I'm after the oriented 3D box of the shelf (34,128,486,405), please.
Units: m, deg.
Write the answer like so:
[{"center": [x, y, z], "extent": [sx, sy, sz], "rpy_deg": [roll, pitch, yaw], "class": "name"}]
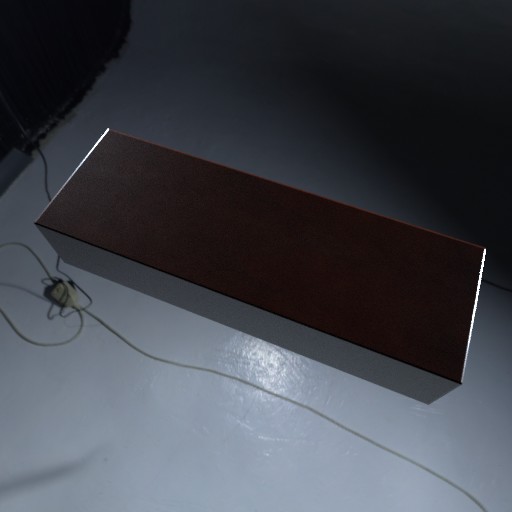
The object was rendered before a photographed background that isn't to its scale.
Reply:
[{"center": [0.000, 0.000, 0.510], "extent": [0.457, 0.088, 0.152], "rpy_deg": [19, 62, 11], "class": "shelf"}]
